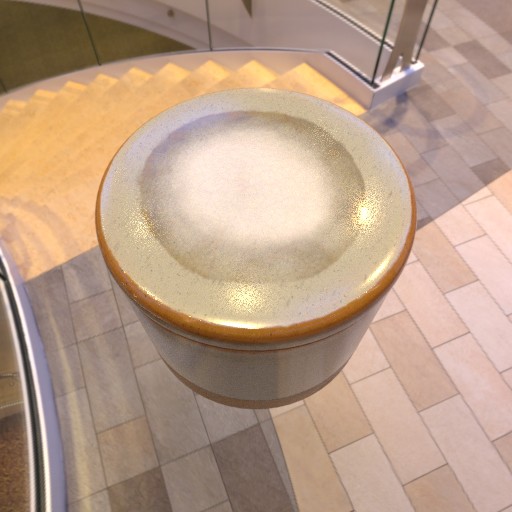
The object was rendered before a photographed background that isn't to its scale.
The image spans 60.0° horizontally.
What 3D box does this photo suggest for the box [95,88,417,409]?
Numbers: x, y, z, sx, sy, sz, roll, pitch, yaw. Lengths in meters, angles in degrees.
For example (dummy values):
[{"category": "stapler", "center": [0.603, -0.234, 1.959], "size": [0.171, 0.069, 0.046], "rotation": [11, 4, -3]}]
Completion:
[{"category": "box", "center": [0.000, 0.000, 0.210], "size": [0.123, 0.100, 0.123], "rotation": [0, 57, 0]}]
